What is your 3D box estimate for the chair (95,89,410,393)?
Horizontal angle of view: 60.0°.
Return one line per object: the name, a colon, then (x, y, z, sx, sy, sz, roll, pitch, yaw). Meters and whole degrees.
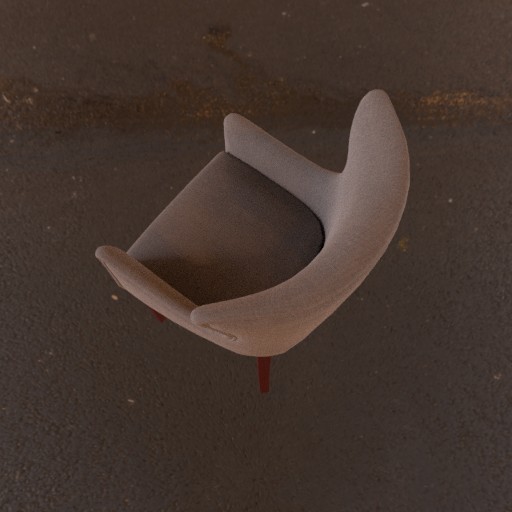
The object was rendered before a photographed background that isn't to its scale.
chair: (0.000, 0.000, 1.404, 0.677, 0.948, 0.732, 32, 68, 15)
